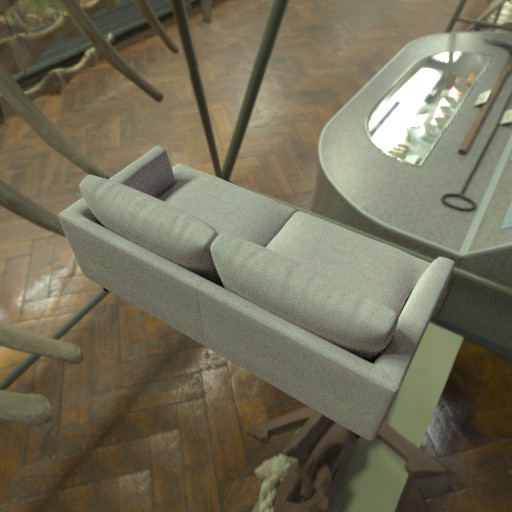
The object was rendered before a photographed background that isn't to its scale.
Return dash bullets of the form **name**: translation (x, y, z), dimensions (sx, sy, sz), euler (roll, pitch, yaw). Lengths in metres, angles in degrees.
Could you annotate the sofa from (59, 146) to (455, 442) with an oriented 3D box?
- **sofa**: translation (0.000, 0.000, 2.504), dimensions (1.948, 0.868, 1.020), euler (25, 51, 22)
